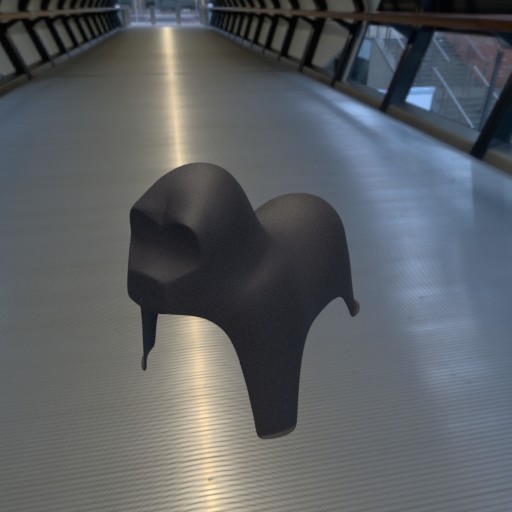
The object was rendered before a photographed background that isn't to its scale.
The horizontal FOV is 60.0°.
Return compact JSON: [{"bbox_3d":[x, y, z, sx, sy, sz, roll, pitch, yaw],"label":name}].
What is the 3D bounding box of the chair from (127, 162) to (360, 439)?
[{"bbox_3d":[0.000,0.000,1.159,0.490,0.600,0.758,19,35,29],"label":"chair"}]
